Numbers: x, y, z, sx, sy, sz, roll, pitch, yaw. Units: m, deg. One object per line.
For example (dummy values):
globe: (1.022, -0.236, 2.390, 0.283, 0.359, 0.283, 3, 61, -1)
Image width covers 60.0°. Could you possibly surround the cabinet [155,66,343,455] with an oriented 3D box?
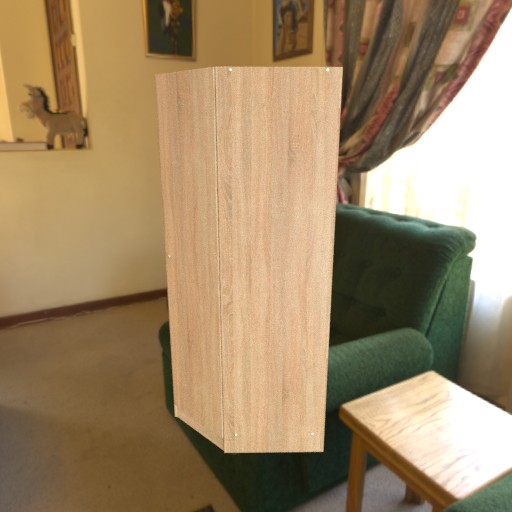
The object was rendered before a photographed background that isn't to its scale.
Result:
cabinet: (0.000, 0.000, 2.848, 1.327, 2.120, 1.094, 15, 22, 42)
